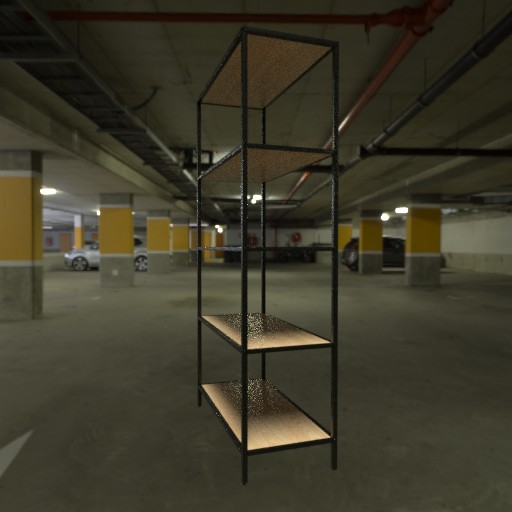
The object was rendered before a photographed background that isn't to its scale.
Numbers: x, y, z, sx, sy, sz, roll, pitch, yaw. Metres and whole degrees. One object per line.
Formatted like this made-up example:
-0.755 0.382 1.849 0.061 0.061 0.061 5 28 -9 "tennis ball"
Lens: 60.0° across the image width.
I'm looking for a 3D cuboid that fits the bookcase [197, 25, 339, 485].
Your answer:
0.000 0.000 1.861 0.350 1.500 0.770 0 1 -19 "bookcase"
